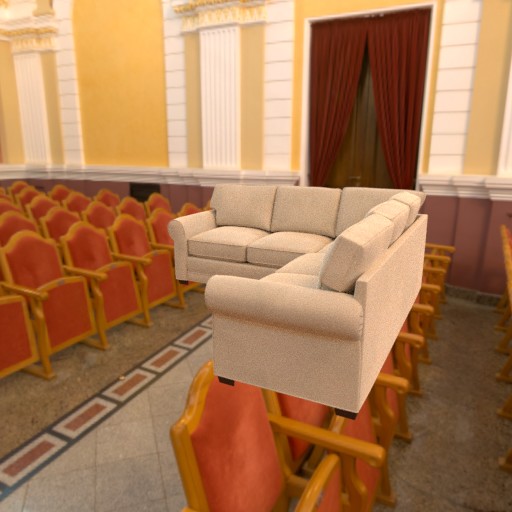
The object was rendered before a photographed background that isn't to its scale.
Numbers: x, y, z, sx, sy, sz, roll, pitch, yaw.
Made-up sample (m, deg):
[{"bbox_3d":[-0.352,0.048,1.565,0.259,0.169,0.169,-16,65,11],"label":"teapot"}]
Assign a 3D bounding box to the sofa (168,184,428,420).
[{"bbox_3d":[0.000,0.000,3.850,2.487,1.054,2.569,7,16,26],"label":"sofa"}]
